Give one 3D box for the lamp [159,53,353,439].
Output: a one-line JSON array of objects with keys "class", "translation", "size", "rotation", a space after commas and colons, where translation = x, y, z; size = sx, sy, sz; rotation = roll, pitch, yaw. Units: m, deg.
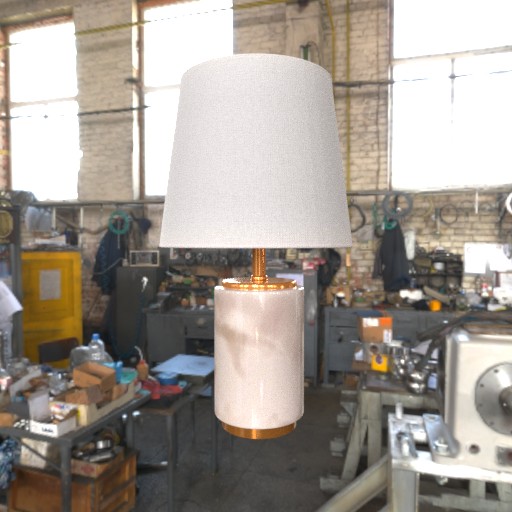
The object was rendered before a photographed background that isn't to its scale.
[{"class": "lamp", "translation": [0.000, 0.000, 0.445], "size": [0.189, 0.340, 0.189], "rotation": [0, 2, 0]}]
